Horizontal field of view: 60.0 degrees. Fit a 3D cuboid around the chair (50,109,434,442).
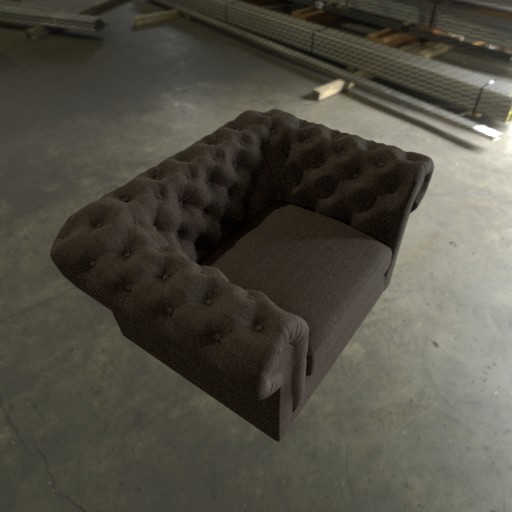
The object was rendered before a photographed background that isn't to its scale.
[{"bbox_3d":[0.000,0.000,1.866,0.945,0.780,1.298,26,48,26],"label":"chair"}]
